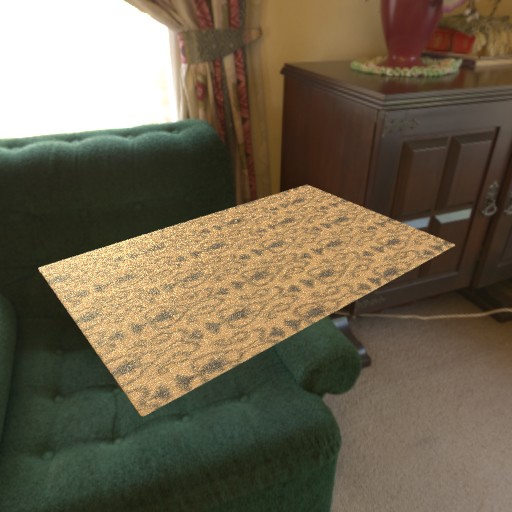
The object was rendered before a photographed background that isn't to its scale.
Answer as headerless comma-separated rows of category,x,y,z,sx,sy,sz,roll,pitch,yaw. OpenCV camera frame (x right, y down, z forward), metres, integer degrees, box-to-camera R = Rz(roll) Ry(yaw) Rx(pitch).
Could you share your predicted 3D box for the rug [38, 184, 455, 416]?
rug,0.000,0.000,2.057,1.652,0.006,1.035,-22,36,-33
